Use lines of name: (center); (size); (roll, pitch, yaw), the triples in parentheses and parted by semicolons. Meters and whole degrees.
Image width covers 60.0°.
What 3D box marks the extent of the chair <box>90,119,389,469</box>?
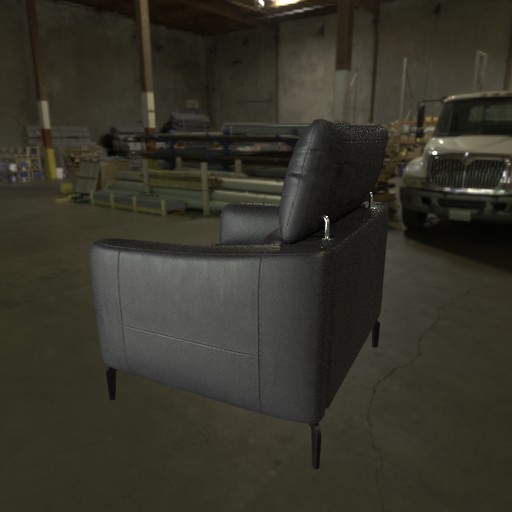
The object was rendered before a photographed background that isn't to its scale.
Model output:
chair: (0.000, 0.000, 1.655); (0.809, 0.949, 0.976); (7, 17, 25)
